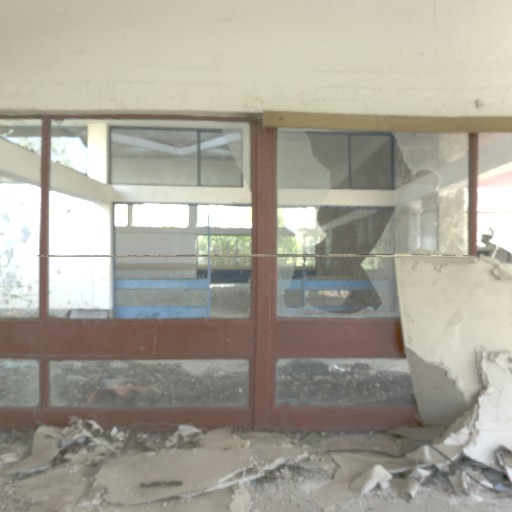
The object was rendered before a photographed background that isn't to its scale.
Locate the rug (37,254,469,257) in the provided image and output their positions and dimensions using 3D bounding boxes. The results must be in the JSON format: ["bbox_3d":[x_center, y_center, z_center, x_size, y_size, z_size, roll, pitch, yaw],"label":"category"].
[{"bbox_3d":[0.000,0.000,4.131,3.228,0.024,2.443,0,0,36],"label":"rug"}]
